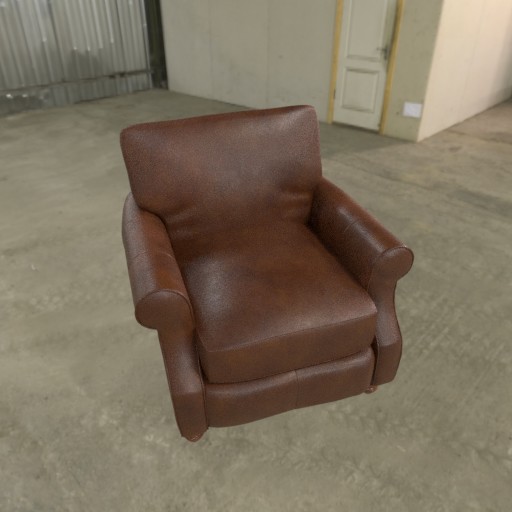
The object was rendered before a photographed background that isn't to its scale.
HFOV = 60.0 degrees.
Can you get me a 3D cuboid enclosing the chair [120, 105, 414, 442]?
[{"bbox_3d":[0.000,0.000,1.762,0.989,0.972,0.992,-10,33,-15],"label":"chair"}]
